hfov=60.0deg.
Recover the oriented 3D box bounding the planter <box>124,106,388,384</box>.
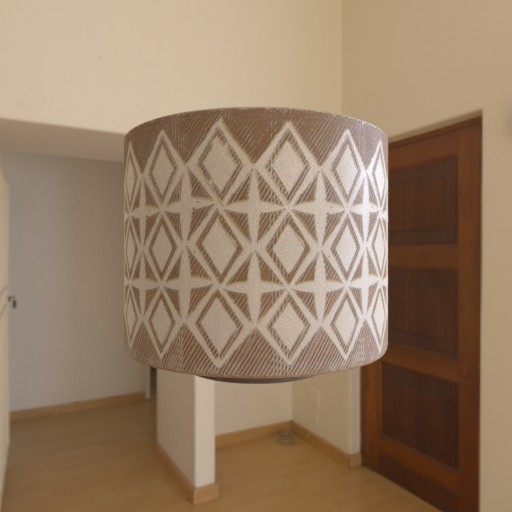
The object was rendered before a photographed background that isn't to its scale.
[{"bbox_3d":[0.000,0.000,0.338,0.193,0.165,0.193,0,0,0],"label":"planter"}]
